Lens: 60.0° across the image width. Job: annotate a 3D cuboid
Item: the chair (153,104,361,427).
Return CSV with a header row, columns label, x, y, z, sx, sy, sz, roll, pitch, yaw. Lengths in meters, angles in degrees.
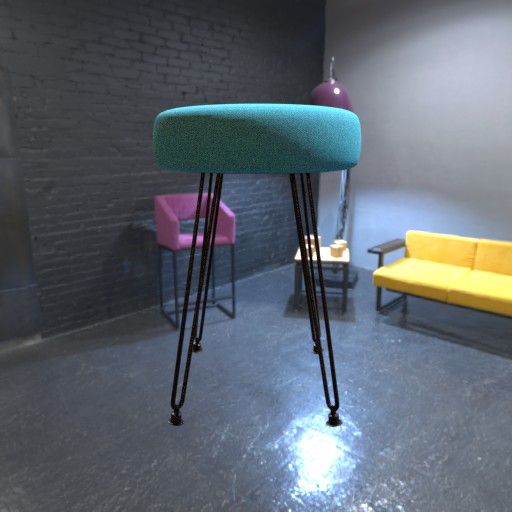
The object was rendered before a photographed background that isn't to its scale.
label,x,y,z,sx,sy,sz,roll,pitch,yaw
chair,0.000,0.000,0.697,0.350,0.440,0.350,-13,20,-43
